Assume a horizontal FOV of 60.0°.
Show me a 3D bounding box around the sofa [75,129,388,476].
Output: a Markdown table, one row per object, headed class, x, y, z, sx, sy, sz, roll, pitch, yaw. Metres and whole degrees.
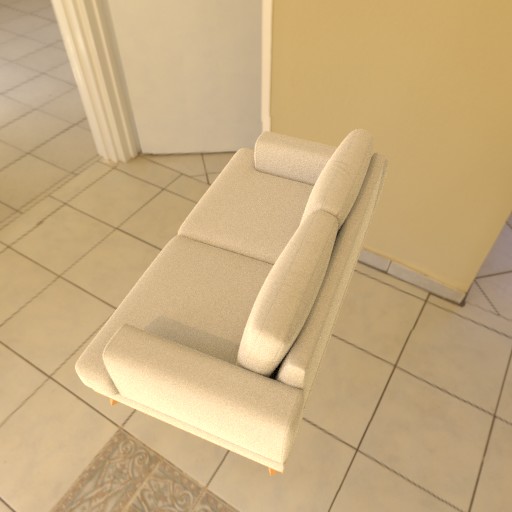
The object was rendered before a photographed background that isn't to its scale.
| class | x | y | z | sx | sy | sz | roll | pitch | yaw |
| --- | --- | --- | --- | --- | --- | --- | --- | --- | --- |
| sofa | 0.000 | 0.000 | 2.125 | 0.915 | 0.810 | 1.651 | 17 | 50 | 15 |
